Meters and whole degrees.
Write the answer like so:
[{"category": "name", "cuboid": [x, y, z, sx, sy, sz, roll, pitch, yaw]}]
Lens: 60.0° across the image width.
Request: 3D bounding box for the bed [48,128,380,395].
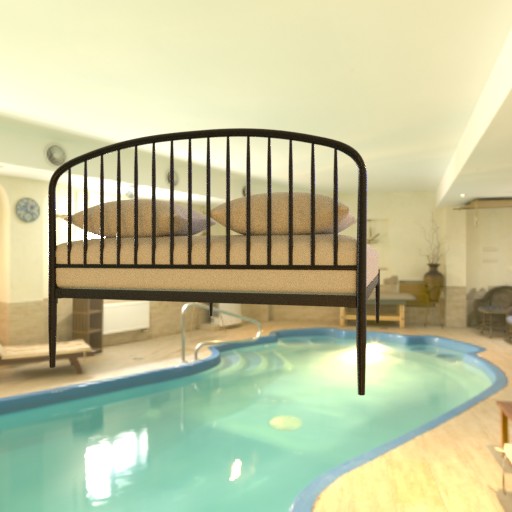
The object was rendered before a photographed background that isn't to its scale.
[{"category": "bed", "cuboid": [0.000, 0.000, 3.095, 1.618, 1.166, 2.159, 0, 0, 17]}]
